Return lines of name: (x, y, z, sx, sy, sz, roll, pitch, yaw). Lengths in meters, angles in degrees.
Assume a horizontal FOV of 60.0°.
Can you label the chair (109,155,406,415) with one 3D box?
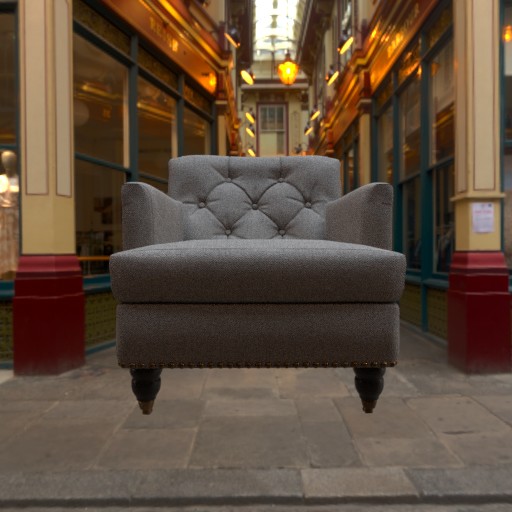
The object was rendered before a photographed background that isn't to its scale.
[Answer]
chair: (0.000, 0.000, 1.501, 0.737, 0.823, 0.902, 0, 1, -1)
